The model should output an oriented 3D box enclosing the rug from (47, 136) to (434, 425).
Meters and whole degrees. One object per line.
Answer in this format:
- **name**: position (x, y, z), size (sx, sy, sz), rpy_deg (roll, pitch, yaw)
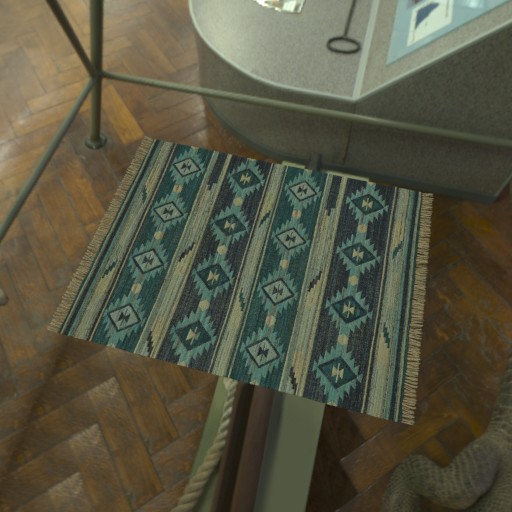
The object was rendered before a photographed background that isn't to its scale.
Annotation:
- **rug**: position (0.000, 0.000, 4.356), size (3.307, 0.047, 2.418), rpy_deg (13, 62, 7)
